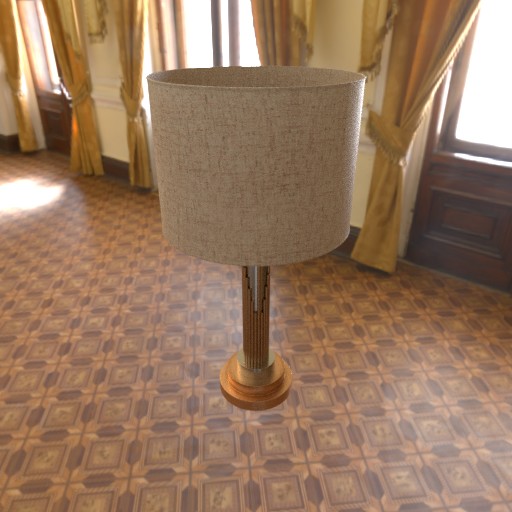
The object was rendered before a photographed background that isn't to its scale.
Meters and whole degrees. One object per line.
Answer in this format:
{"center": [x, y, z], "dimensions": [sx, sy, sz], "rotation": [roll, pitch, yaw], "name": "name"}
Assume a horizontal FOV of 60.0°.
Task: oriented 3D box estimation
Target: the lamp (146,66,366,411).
{"center": [0.000, 0.000, 0.802], "dimensions": [0.321, 0.610, 0.321], "rotation": [-20, 33, -33], "name": "lamp"}
